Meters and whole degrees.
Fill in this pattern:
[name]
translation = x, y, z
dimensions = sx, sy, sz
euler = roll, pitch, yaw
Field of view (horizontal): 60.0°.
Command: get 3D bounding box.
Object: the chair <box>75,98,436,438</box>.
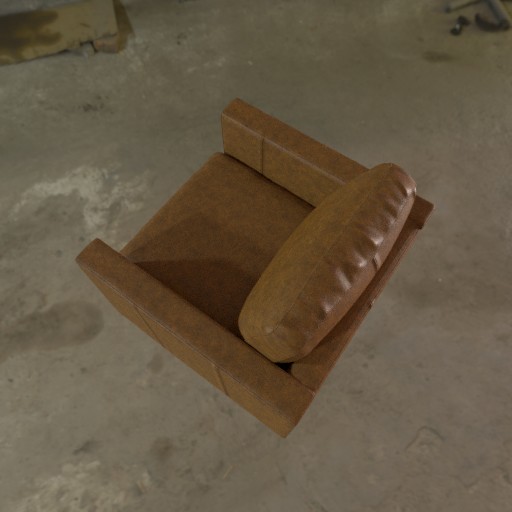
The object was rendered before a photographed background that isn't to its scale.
[chair]
translation = 0.000, 0.000, 1.680
dimensions = 0.909, 0.956, 0.890
euler = 33, 68, 15
